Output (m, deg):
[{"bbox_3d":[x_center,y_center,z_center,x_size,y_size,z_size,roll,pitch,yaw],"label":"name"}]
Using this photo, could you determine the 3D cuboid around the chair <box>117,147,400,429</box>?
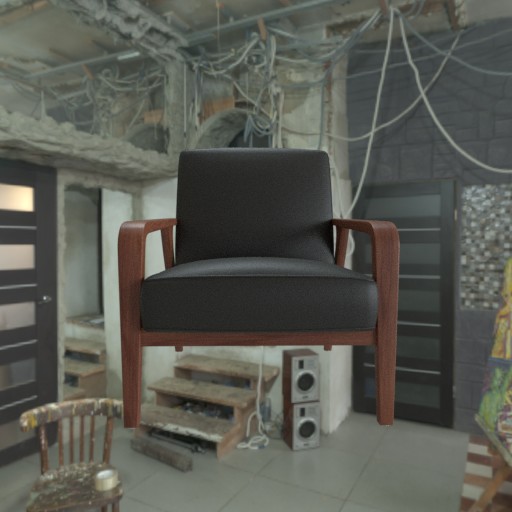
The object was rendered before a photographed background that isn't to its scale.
[{"bbox_3d":[0.000,0.000,1.513,0.719,0.861,0.889,0,1,-1],"label":"chair"}]
